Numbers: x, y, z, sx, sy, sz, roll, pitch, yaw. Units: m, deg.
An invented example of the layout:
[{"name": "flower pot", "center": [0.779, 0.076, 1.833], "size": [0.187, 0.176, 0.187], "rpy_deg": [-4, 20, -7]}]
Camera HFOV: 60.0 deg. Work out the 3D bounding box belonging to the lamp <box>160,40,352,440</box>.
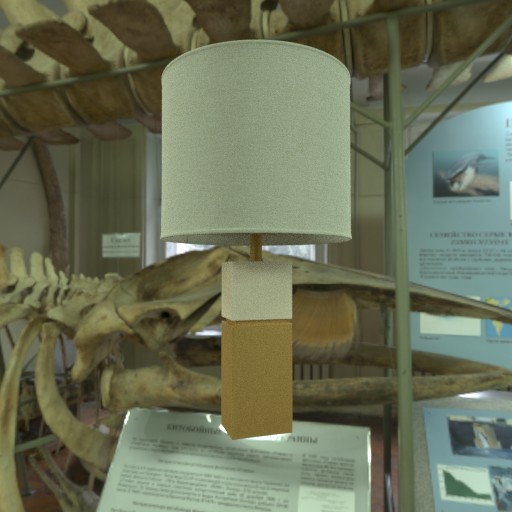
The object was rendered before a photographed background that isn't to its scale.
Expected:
[{"name": "lamp", "center": [0.000, 0.000, 0.541], "size": [0.229, 0.417, 0.229], "rpy_deg": [1, -2, -18]}]
